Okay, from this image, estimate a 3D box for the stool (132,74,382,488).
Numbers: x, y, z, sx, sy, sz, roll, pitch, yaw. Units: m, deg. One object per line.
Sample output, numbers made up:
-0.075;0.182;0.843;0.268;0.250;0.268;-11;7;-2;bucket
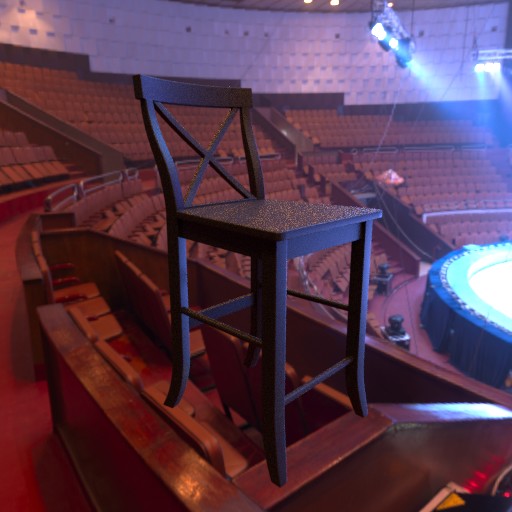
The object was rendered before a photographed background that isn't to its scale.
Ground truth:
0.000;0.000;1.288;0.559;0.989;0.452;13;19;42;stool
